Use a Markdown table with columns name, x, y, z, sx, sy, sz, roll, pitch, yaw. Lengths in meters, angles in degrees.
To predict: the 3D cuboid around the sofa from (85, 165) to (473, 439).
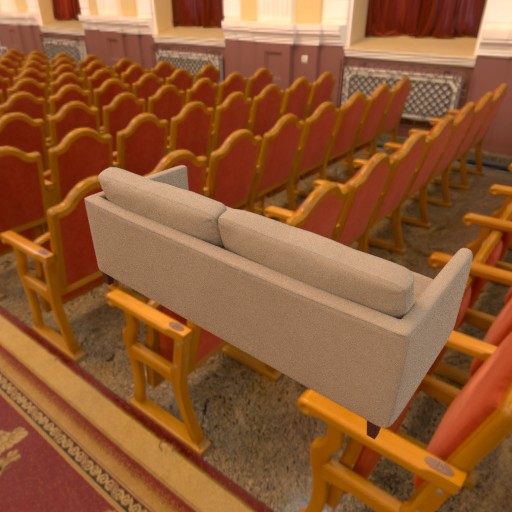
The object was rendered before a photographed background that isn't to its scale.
| name | x | y | z | sx | sy | sz | roll | pitch | yaw |
| --- | --- | --- | --- | --- | --- | --- | --- | --- | --- |
| sofa | 0.000 | 0.000 | 2.918 | 2.404 | 0.912 | 0.988 | 22 | 37 | 33 |
